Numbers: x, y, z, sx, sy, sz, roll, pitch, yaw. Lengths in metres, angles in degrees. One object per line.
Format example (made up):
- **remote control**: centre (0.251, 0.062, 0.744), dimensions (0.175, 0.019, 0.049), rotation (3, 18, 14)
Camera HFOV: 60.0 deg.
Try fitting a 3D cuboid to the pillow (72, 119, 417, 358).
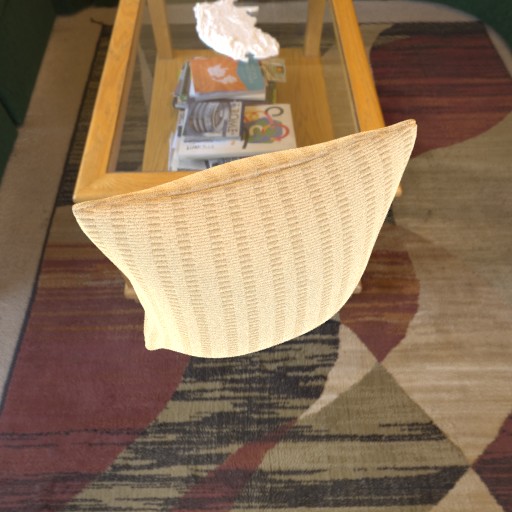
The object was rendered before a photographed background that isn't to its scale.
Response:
- **pillow**: centre (0.000, 0.000, 0.698), dimensions (0.438, 0.419, 0.247), rotation (-17, 60, -10)
